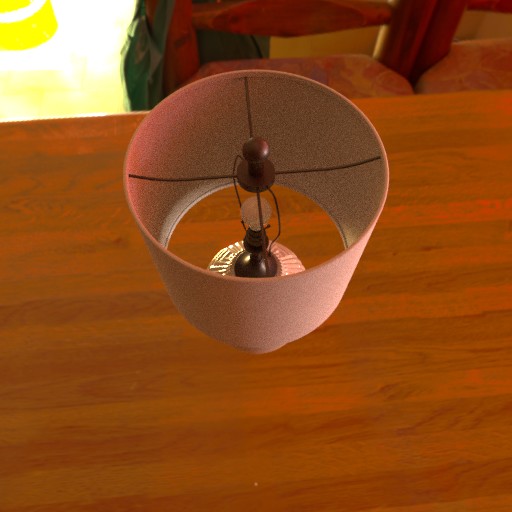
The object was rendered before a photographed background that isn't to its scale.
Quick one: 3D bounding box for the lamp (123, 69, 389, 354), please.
[{"bbox_3d":[0.000,0.000,0.755,0.318,0.567,0.318,0,63,0],"label":"lamp"}]
